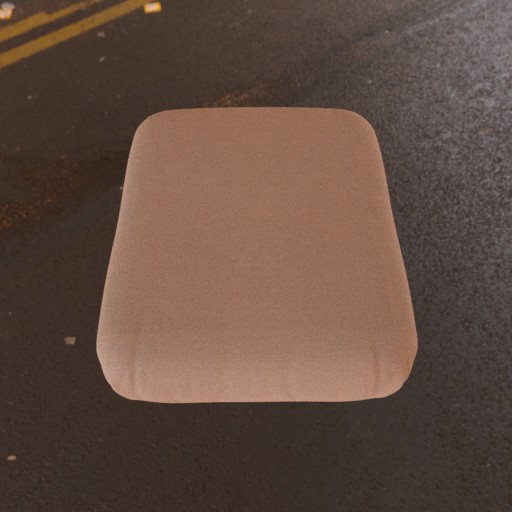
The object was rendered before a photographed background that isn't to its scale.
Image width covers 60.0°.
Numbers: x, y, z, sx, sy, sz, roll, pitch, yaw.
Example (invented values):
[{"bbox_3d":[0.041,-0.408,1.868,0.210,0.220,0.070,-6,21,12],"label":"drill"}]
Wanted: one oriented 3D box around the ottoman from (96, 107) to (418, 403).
[{"bbox_3d":[0.000,0.000,1.137,0.639,0.450,0.746,0,59,0],"label":"ottoman"}]
